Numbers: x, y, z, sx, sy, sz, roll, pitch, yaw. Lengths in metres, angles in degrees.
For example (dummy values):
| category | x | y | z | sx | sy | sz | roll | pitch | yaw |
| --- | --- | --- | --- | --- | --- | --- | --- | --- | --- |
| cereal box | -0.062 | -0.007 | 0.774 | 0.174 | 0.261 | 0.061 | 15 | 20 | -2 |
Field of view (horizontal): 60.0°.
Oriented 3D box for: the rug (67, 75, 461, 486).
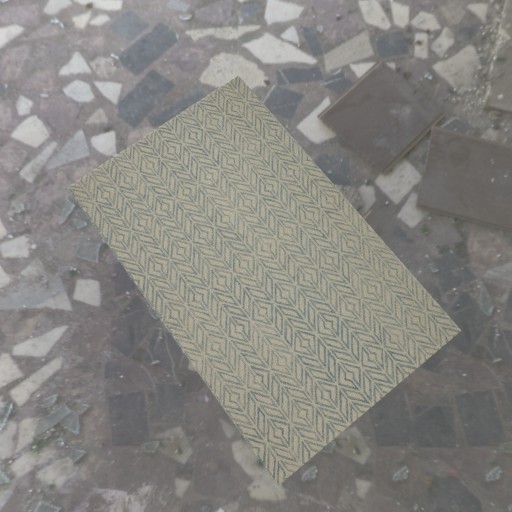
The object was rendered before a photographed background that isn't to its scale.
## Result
| category | x | y | z | sx | sy | sz | roll | pitch | yaw |
| --- | --- | --- | --- | --- | --- | --- | --- | --- | --- |
| rug | 0.000 | 0.000 | 3.037 | 1.526 | 0.008 | 2.441 | -36 | 78 | -9 |
